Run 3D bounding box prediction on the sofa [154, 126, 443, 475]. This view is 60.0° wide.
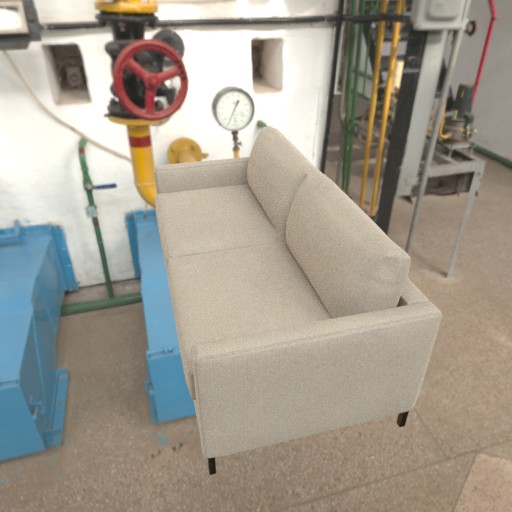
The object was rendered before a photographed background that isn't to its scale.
[{"bbox_3d":[0.000,0.000,2.173,0.875,0.840,1.682,-8,33,-13],"label":"sofa"}]
